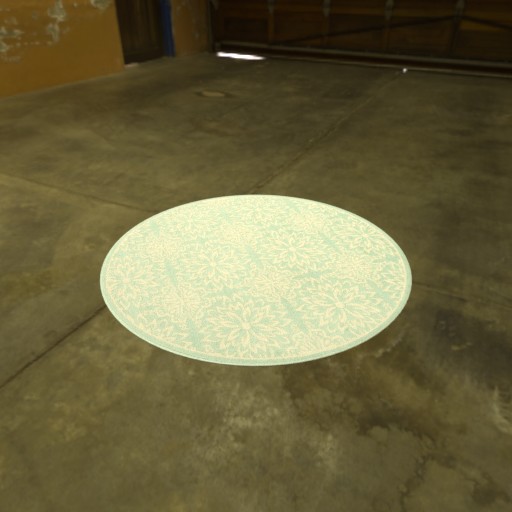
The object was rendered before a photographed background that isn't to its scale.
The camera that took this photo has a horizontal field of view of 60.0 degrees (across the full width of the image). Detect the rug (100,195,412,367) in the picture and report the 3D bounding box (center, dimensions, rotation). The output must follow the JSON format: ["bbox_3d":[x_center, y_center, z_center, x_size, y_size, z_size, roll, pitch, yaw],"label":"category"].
[{"bbox_3d":[0.000,0.000,2.362,1.593,0.012,1.593,0,32,0],"label":"rug"}]
